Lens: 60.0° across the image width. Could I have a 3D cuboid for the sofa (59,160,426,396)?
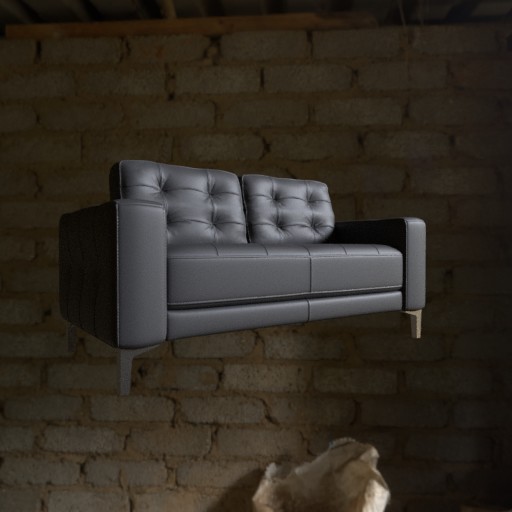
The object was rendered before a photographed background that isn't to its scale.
[{"bbox_3d":[0.000,0.000,2.242,1.726,0.893,0.833,-1,1,-35],"label":"sofa"}]
